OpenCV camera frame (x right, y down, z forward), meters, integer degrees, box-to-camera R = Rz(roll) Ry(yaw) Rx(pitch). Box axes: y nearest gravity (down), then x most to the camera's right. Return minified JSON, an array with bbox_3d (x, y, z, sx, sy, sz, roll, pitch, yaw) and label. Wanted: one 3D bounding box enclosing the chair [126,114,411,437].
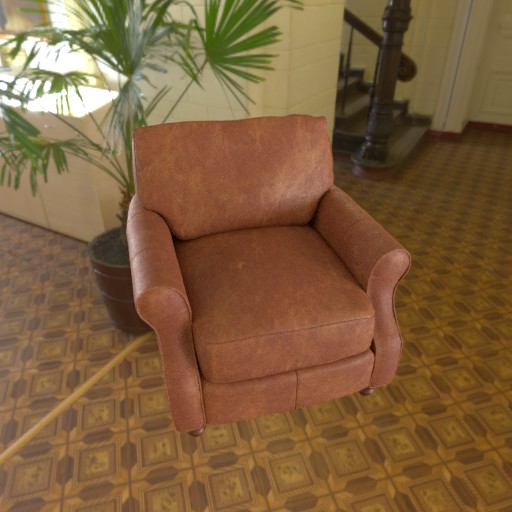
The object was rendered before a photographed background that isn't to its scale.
[{"bbox_3d":[0.000,0.000,1.799,0.983,0.962,0.986,-8,32,-13],"label":"chair"}]
